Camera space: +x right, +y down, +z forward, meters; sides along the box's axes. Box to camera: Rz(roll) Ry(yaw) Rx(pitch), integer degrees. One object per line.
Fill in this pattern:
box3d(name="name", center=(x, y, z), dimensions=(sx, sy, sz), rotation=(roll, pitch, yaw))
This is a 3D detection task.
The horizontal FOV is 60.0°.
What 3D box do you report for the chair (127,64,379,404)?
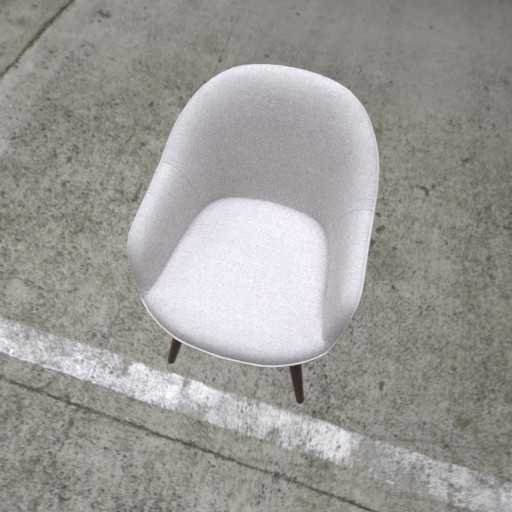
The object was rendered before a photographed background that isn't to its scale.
box3d(name="chair", center=(0.000, 0.000, 1.294), dimensions=(0.596, 0.823, 0.635), rotation=(15, 60, 9))
